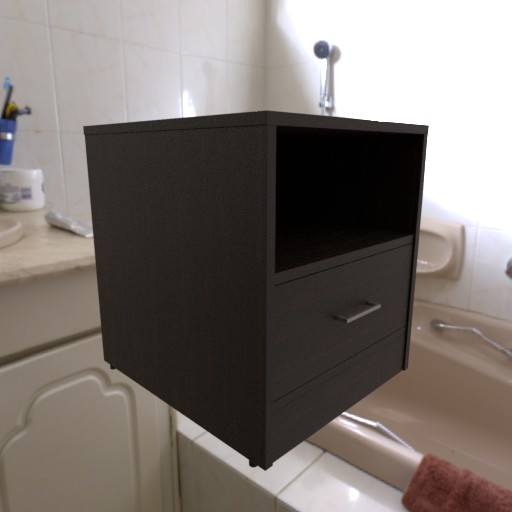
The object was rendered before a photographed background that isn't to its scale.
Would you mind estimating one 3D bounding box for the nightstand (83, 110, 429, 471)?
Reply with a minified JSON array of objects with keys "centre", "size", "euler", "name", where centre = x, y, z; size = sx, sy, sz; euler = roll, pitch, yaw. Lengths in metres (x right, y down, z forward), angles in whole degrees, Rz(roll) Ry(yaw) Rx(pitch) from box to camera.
[{"centre":[0.000,0.000,0.813],"size":[0.461,0.460,0.400],"euler":[13,19,43],"name":"nightstand"}]
